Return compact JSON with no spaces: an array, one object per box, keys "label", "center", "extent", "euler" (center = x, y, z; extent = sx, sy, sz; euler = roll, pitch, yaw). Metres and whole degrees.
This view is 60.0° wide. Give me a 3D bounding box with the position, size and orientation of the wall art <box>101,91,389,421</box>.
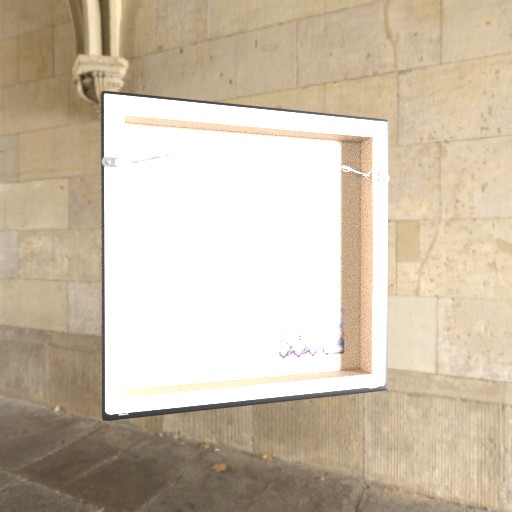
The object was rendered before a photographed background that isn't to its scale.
[{"label":"wall art","center":[0.000,0.000,0.617],"extent":[0.406,0.407,0.041],"euler":[0,1,-17]}]
